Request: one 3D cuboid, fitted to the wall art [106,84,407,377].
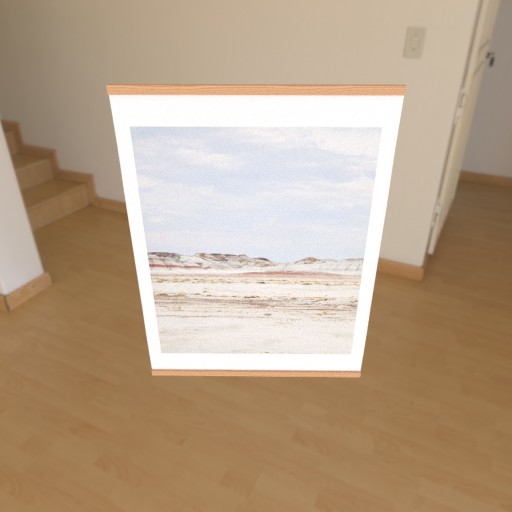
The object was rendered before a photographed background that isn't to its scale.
[{"bbox_3d":[0.000,0.000,0.831,0.458,0.605,0.011,0,30,1],"label":"wall art"}]
